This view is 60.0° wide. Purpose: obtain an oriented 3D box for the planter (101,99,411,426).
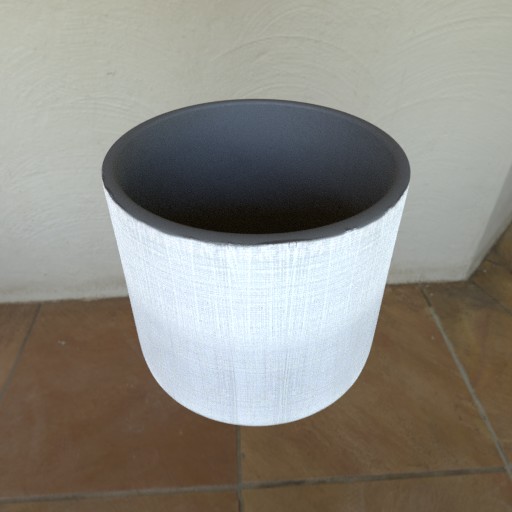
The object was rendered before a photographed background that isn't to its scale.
[{"bbox_3d":[0.000,0.000,0.390,0.226,0.201,0.226,0,39,0],"label":"planter"}]
